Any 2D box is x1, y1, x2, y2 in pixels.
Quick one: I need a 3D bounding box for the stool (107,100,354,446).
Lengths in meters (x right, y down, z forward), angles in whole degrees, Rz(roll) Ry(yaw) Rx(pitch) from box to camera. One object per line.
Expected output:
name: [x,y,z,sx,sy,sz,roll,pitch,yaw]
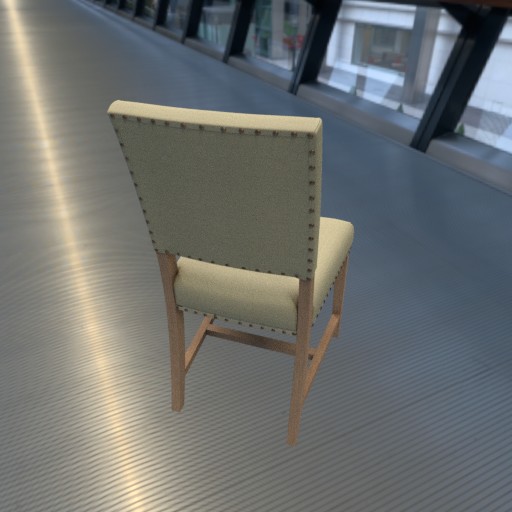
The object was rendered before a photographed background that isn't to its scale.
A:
stool: [0.000,0.000,1.327,0.508,0.986,0.623,10,34,16]
